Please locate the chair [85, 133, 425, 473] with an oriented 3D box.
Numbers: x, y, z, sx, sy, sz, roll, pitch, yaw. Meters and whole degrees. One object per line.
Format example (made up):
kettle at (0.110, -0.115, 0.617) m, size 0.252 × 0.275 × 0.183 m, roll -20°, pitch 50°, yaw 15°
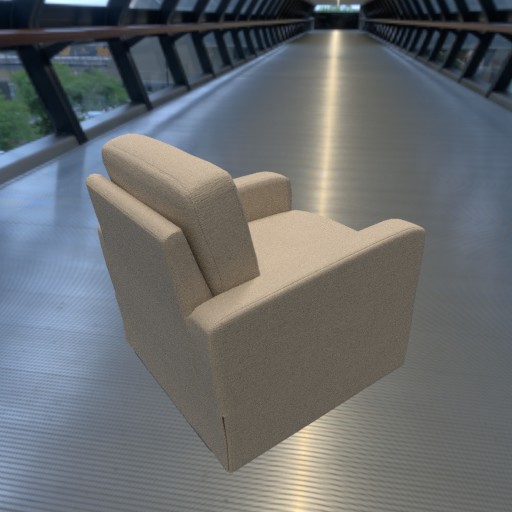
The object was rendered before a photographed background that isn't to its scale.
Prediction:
chair at (0.000, 0.000, 1.500) m, size 0.888 × 0.827 × 0.755 m, roll -19°, pitch 32°, yaw -32°
